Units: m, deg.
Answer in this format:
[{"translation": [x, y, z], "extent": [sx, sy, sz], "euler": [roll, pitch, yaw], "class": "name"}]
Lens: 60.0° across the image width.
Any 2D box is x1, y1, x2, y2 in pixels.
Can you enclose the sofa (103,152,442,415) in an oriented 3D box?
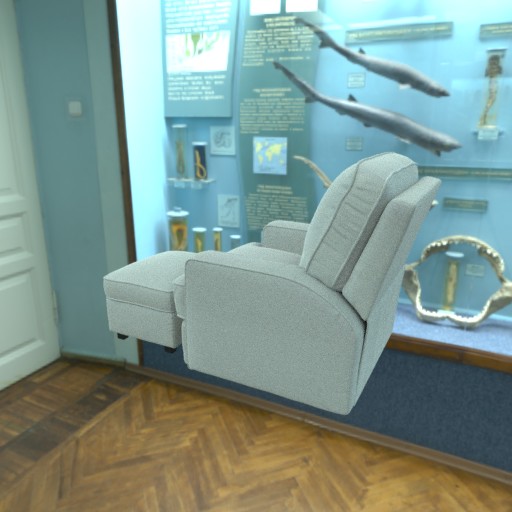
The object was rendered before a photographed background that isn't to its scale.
[{"translation": [0.000, 0.000, 2.076], "extent": [1.472, 0.959, 0.861], "euler": [8, 18, 26], "class": "sofa"}]
